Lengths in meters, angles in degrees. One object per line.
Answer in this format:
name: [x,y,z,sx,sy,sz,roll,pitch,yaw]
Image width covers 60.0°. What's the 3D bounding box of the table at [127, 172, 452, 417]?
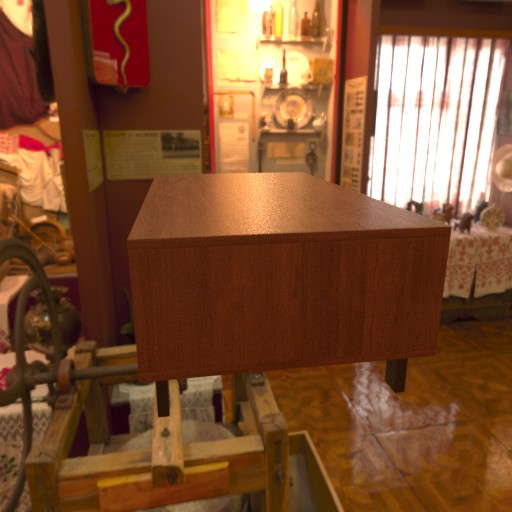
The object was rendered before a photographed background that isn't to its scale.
table: [0.000,0.000,1.306,0.600,0.380,1.020,-3,17,-9]
